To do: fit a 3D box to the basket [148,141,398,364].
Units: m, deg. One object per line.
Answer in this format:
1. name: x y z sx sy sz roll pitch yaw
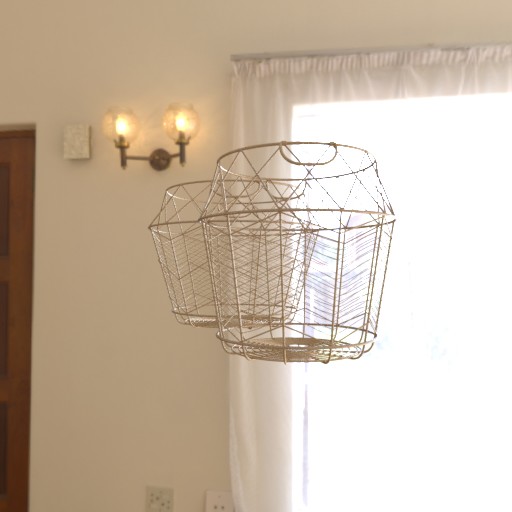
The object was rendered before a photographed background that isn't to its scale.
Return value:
1. basket: 0.000 0.000 1.001 0.451 0.343 0.805 0 -2 -18
